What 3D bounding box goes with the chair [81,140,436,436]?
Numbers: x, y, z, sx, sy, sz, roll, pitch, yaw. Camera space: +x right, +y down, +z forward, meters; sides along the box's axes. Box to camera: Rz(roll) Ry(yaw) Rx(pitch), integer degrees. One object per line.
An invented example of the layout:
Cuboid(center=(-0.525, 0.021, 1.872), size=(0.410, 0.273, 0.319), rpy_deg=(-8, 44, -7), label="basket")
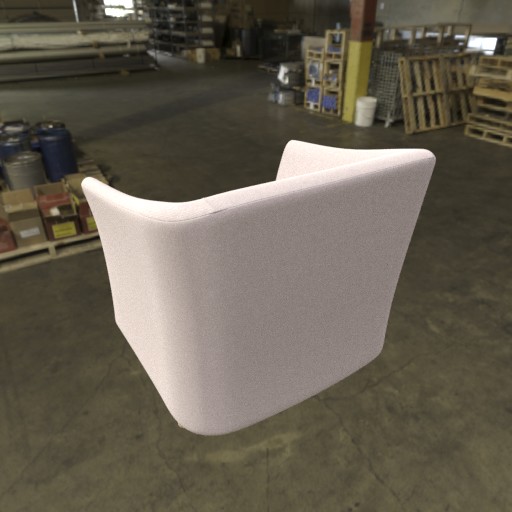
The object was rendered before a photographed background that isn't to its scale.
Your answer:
Cuboid(center=(0.000, 0.000, 1.337), size=(0.790, 0.720, 0.700), rpy_deg=(-18, 34, -28), label="chair")
